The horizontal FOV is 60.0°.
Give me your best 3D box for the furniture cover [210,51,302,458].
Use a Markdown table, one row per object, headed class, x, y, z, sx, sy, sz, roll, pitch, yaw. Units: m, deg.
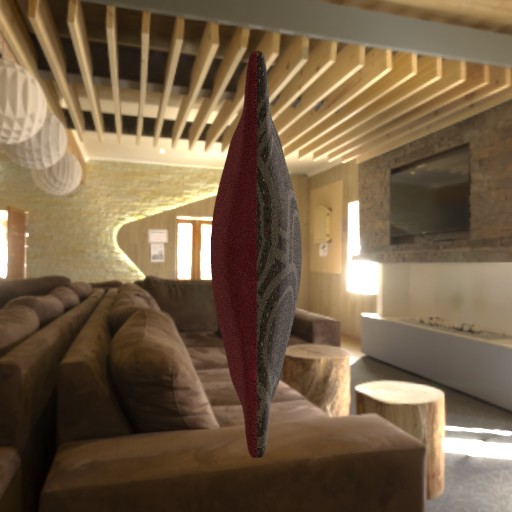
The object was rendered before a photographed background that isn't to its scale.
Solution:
| class | x | y | z | sx | sy | sz | roll | pitch | yaw |
| --- | --- | --- | --- | --- | --- | --- | --- | --- | --- |
| furniture cover | 0.000 | 0.000 | 0.804 | 0.163 | 0.513 | 0.514 | 0 | -1 | 0 |
